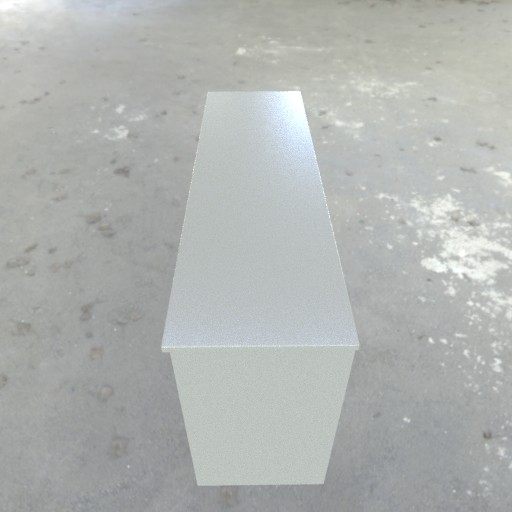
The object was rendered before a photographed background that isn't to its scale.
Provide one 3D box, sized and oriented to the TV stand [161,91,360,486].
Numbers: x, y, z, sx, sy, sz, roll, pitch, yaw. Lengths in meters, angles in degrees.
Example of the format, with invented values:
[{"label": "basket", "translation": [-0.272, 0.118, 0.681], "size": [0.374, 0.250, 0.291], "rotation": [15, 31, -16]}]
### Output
[{"label": "TV stand", "translation": [0.000, 0.000, 1.401], "size": [0.344, 0.603, 1.167], "rotation": [0, 41, -1]}]
